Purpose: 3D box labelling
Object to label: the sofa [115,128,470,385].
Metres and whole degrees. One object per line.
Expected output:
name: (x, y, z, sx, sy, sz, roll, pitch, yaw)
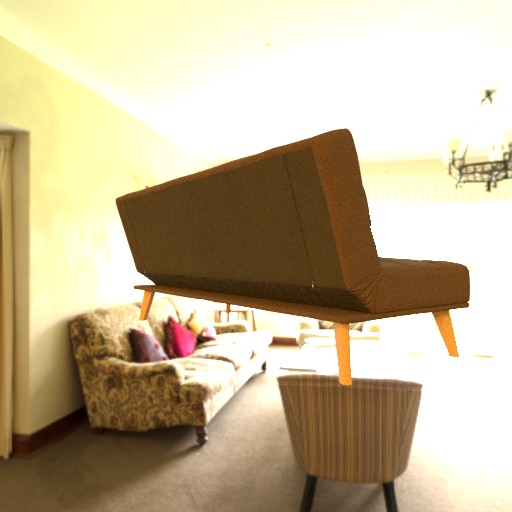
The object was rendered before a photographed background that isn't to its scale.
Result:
sofa: (0.000, 0.000, 2.261, 0.860, 0.810, 1.800, 0, 0, -36)
